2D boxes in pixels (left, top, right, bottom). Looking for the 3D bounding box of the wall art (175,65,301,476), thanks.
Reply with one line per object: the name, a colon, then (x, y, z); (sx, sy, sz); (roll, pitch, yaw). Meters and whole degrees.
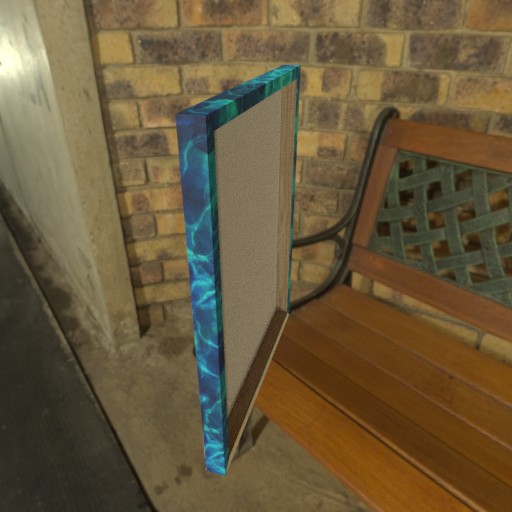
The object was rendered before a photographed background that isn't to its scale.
wall art: (0.000, 0.000, 0.863); (0.038, 0.635, 0.508); (8, 30, 15)
